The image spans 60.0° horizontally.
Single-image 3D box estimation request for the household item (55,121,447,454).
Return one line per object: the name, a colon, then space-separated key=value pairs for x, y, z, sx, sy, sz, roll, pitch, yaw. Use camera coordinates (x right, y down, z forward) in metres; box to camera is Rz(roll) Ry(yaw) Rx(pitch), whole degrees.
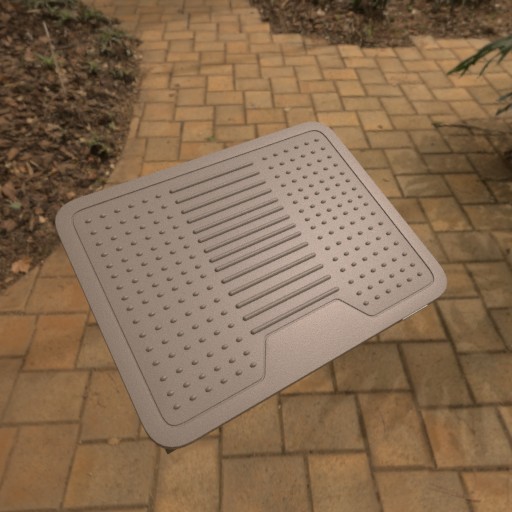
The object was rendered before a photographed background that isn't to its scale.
household item: x=0.000 y=0.000 z=0.537 sx=0.390 sy=0.126 sz=0.301 roll=-24 pitch=51 yaw=-21
